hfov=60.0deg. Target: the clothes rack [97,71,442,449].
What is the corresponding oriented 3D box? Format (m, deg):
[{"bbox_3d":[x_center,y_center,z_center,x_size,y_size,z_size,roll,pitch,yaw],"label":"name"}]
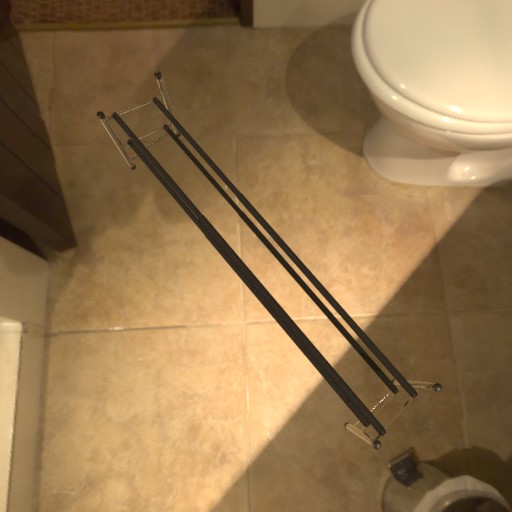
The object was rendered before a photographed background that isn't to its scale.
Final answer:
[{"bbox_3d":[0.000,0.000,1.342,0.229,0.349,1.168,-39,79,-9],"label":"clothes rack"}]
